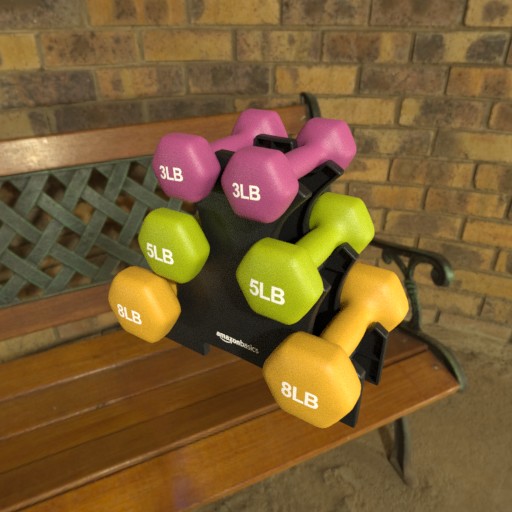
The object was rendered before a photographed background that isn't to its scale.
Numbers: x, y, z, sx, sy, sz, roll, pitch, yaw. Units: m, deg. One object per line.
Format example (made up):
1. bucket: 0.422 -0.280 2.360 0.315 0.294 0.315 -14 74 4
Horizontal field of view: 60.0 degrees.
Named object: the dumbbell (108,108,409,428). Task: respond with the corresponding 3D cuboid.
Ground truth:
1. dumbbell: 0.000 0.000 0.471 0.300 0.271 0.190 18 34 29
